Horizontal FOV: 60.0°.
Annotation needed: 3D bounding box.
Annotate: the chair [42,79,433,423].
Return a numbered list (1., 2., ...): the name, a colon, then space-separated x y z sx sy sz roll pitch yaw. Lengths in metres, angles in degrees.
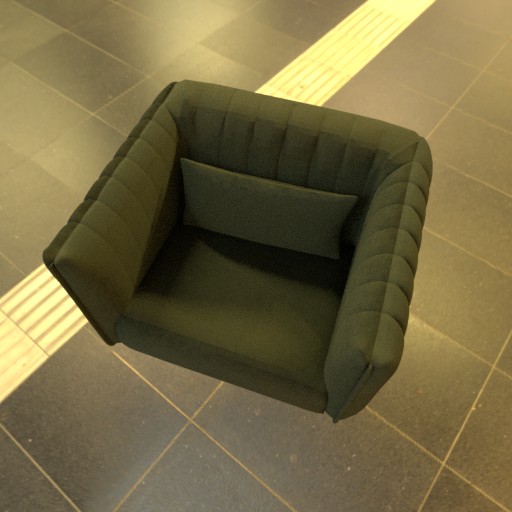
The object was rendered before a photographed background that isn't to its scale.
1. chair: 0.000 0.000 1.626 1.032 0.794 0.877 16 59 10
